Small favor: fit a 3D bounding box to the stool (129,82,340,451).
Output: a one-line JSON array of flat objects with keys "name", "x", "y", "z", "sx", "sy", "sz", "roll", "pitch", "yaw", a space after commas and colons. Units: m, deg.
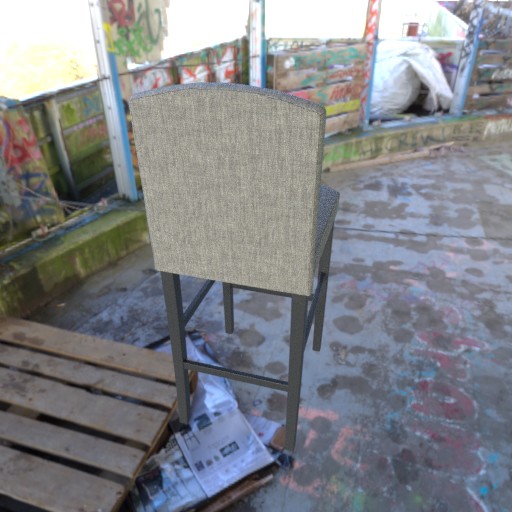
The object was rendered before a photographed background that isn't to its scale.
[{"name": "stool", "x": 0.000, "y": 0.000, "z": 1.431, "sx": 0.451, "sy": 1.138, "sz": 0.552, "roll": 9, "pitch": 32, "yaw": 14}]
